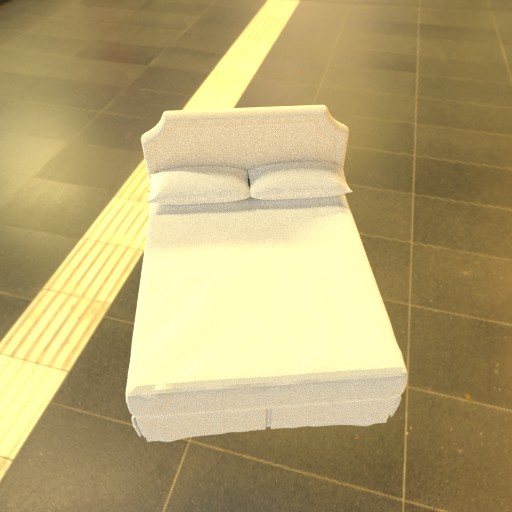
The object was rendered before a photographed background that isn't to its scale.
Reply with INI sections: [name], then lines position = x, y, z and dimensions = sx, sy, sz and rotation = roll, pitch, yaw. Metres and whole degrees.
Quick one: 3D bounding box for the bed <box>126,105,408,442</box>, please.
[bed]
position = 0.000, 0.000, 3.915
dimensions = 2.134, 1.524, 2.548
rotation = -3, 46, -3
